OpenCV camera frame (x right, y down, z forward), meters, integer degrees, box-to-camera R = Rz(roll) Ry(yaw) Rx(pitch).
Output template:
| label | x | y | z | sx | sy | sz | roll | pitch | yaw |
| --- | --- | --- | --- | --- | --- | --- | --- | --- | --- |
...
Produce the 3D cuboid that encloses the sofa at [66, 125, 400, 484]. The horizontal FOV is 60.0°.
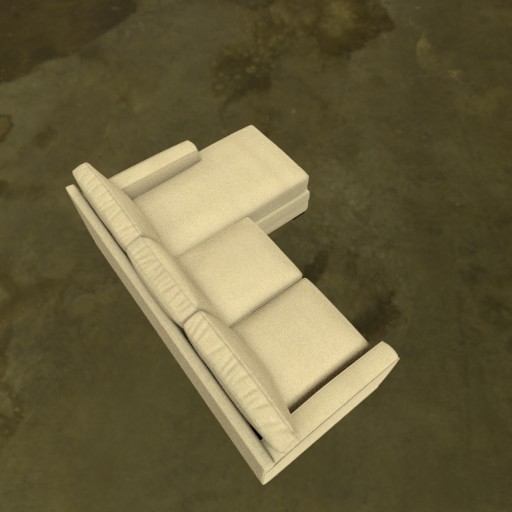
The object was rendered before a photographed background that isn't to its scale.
| label | x | y | z | sx | sy | sz | roll | pitch | yaw |
| --- | --- | --- | --- | --- | --- | --- | --- | --- | --- |
| sofa | 0.000 | 0.000 | 2.842 | 1.496 | 0.861 | 2.087 | -33 | 63 | -19 |
